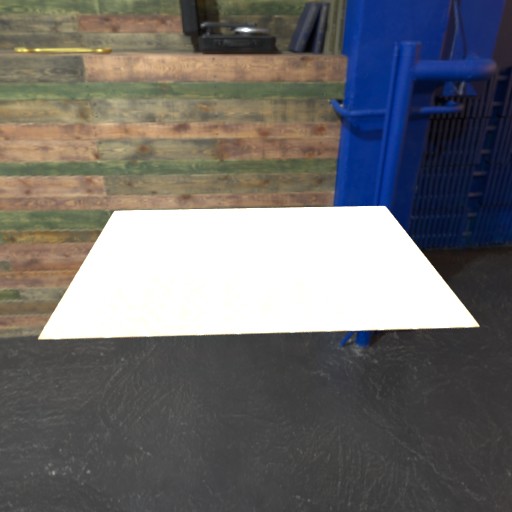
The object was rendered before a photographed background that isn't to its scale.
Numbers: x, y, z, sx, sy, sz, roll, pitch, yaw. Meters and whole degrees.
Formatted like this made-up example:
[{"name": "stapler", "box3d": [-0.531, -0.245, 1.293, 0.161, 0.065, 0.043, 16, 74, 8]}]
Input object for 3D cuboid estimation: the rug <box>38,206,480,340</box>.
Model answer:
[{"name": "rug", "box3d": [0.000, 0.000, 4.416, 3.353, 0.010, 2.438, -1, 29, -2]}]
